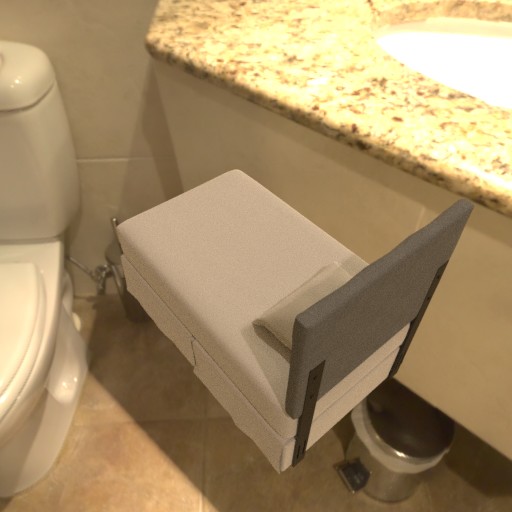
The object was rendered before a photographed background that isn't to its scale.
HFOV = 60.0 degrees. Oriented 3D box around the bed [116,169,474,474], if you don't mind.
[{"bbox_3d":[0.000,0.000,2.971,1.261,1.571,1.997,-31,54,-26],"label":"bed"}]
